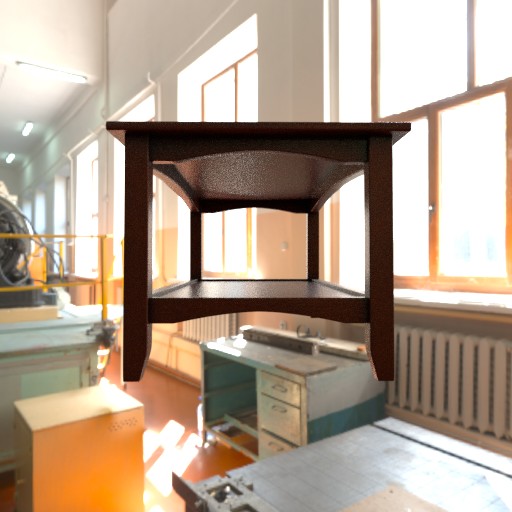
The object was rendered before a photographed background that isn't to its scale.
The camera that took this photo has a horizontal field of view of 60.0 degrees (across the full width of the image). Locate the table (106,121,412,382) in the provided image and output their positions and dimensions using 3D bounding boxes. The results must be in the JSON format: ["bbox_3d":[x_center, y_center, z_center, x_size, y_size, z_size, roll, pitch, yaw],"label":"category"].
[{"bbox_3d":[0.000,0.000,1.237,0.533,0.456,0.943,0,-1,-1],"label":"table"}]
